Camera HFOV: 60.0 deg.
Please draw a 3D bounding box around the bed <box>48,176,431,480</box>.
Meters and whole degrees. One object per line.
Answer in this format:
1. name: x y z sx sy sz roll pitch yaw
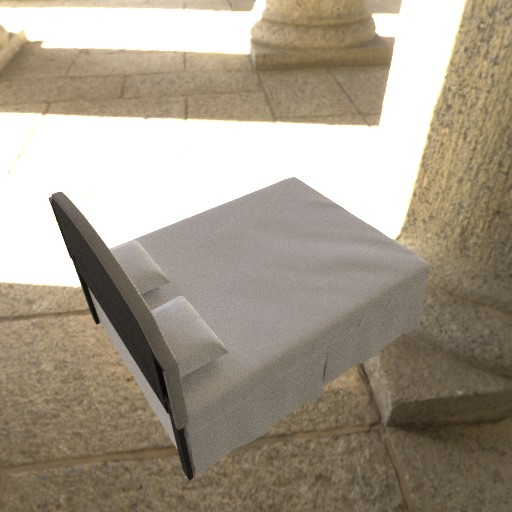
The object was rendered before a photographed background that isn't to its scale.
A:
1. bed: 0.000 0.000 2.932 1.999 1.270 1.558 -25 47 -27
